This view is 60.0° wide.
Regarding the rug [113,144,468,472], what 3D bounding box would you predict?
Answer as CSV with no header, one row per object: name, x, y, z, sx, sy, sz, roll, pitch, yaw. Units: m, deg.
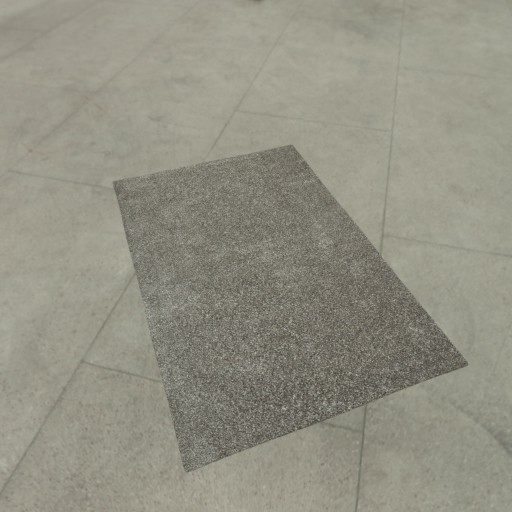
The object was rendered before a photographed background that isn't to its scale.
rug,0.000,0.000,3.406,1.802,0.026,2.699,-15,47,-14
